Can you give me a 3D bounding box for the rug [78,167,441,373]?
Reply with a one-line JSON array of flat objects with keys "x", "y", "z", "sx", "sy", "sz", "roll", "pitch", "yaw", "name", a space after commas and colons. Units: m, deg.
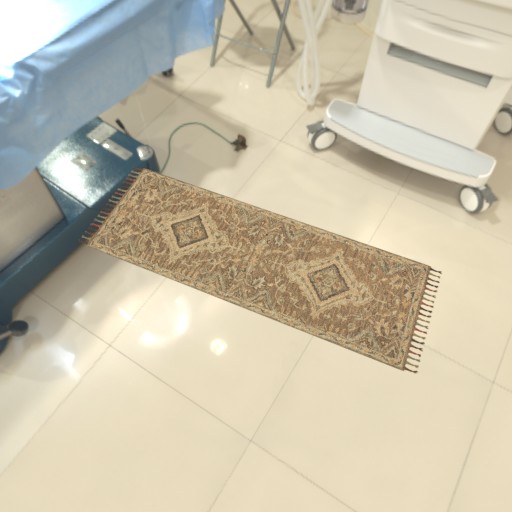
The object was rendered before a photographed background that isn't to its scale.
[{"x": 0.000, "y": 0.000, "z": 2.889, "sx": 2.378, "sy": 0.018, "sz": 1.324, "roll": 35, "pitch": 65, "yaw": 19, "name": "rug"}]
